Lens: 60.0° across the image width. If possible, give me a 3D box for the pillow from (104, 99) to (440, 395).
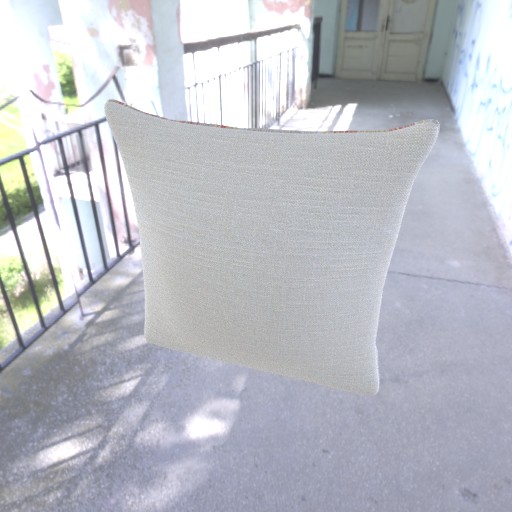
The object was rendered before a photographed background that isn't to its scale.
[{"bbox_3d":[0.000,0.000,0.686,0.451,0.449,0.191,9,32,16],"label":"pillow"}]
